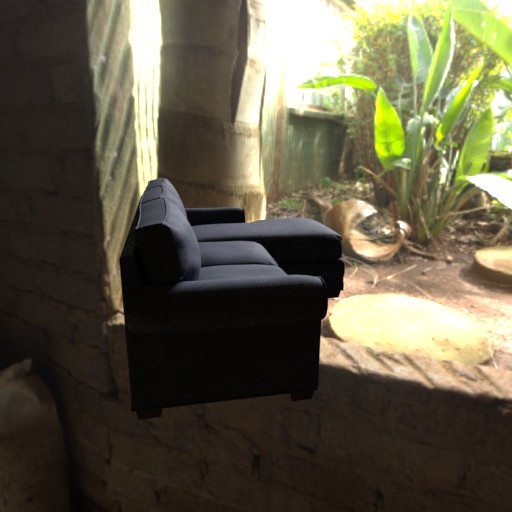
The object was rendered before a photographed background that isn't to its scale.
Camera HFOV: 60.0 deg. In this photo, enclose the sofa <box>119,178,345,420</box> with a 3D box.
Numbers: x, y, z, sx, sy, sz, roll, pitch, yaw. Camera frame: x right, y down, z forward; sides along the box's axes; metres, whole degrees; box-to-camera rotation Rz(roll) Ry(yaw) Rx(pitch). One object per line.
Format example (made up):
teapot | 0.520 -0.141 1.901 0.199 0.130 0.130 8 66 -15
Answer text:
sofa | 0.000 0.000 3.418 1.780 1.063 2.567 -3 15 -11
